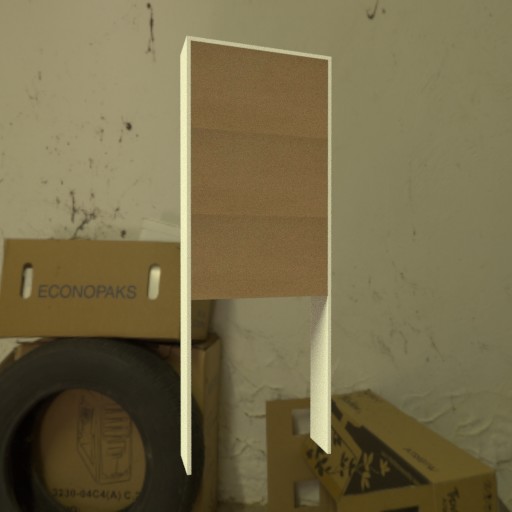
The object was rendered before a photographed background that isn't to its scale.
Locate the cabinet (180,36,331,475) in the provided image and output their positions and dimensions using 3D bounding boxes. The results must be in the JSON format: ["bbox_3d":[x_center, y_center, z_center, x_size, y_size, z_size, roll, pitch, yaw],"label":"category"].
[{"bbox_3d":[0.000,0.000,1.973,0.643,1.770,0.192,0,1,-17],"label":"cabinet"}]
